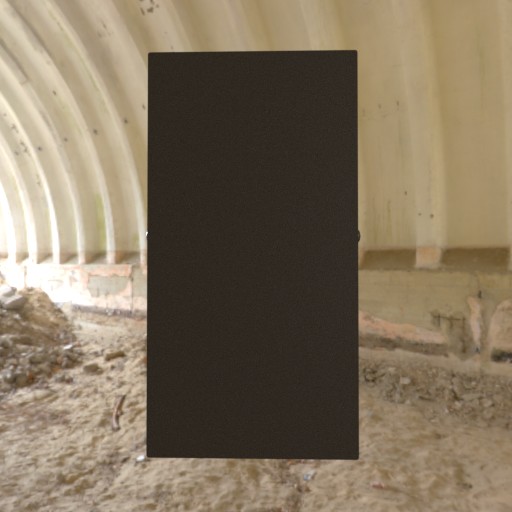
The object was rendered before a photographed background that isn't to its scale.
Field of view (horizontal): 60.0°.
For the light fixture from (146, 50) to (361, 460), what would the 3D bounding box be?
[{"bbox_3d":[0.000,0.000,0.263,0.098,0.179,0.138,0,-1,1],"label":"light fixture"}]
